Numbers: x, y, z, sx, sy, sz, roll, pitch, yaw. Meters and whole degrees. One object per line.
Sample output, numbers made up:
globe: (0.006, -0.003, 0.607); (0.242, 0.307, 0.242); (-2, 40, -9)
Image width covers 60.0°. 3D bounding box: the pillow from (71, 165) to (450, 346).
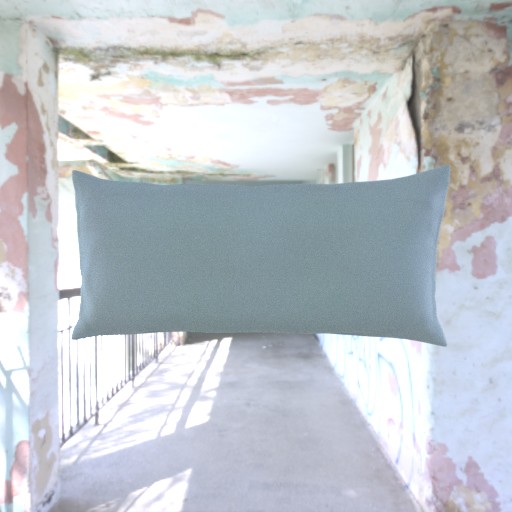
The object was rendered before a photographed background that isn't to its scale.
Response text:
pillow: (0.000, 0.000, 0.716); (0.610, 0.287, 0.151); (0, 1, 3)
